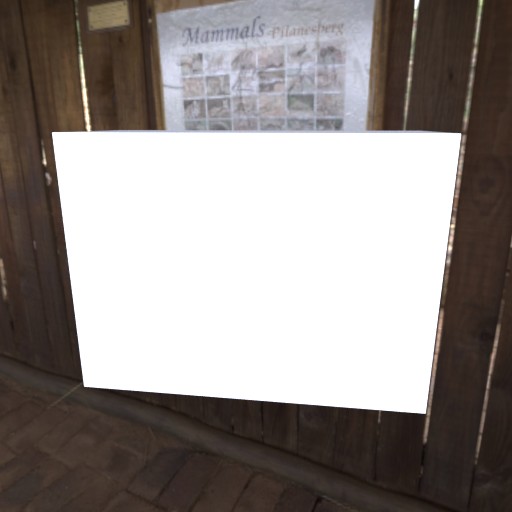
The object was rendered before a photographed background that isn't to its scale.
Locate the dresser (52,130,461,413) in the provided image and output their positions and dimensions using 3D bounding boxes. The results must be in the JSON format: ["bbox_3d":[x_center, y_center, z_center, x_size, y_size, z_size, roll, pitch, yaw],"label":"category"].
[{"bbox_3d":[0.000,0.000,1.517,1.100,0.820,0.460,2,17,7],"label":"dresser"}]
